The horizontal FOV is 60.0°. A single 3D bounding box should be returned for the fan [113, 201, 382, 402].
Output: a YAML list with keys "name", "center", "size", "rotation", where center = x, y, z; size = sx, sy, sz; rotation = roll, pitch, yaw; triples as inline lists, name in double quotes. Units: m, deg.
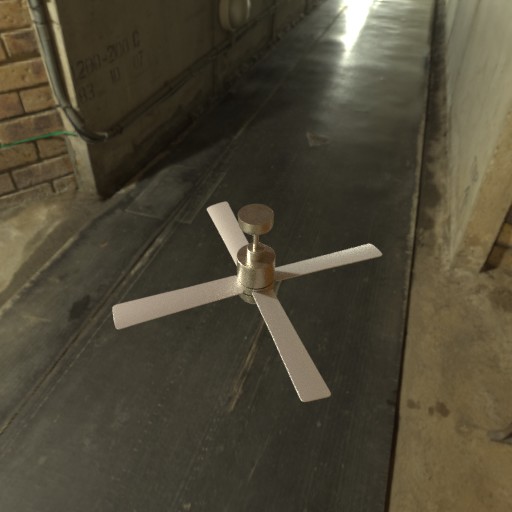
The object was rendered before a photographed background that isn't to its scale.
- name: "fan"
  center: [0.000, 0.000, 2.304]
  size: [1.525, 0.539, 1.525]
  rotation: [-13, 44, -14]
